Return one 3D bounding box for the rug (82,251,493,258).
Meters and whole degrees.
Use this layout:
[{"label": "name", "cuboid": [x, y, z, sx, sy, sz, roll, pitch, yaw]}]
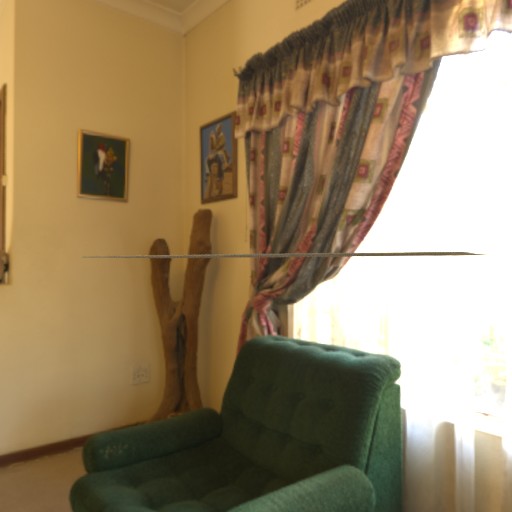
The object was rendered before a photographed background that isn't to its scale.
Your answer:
[{"label": "rug", "cuboid": [0.000, 0.000, 2.483, 2.275, 0.009, 0.684, -1, -1, 35]}]
